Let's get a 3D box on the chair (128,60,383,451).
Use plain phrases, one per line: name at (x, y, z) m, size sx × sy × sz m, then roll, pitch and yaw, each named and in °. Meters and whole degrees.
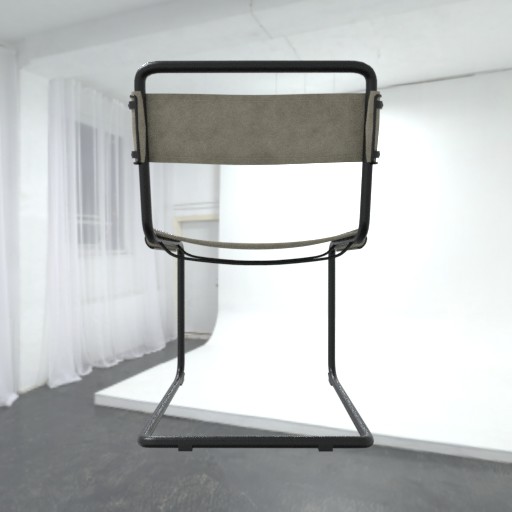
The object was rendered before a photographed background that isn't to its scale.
chair at (0.000, 0.000, 1.083) m, size 0.499 × 0.747 × 0.497 m, roll 0°, pitch 1°, yaw 0°
